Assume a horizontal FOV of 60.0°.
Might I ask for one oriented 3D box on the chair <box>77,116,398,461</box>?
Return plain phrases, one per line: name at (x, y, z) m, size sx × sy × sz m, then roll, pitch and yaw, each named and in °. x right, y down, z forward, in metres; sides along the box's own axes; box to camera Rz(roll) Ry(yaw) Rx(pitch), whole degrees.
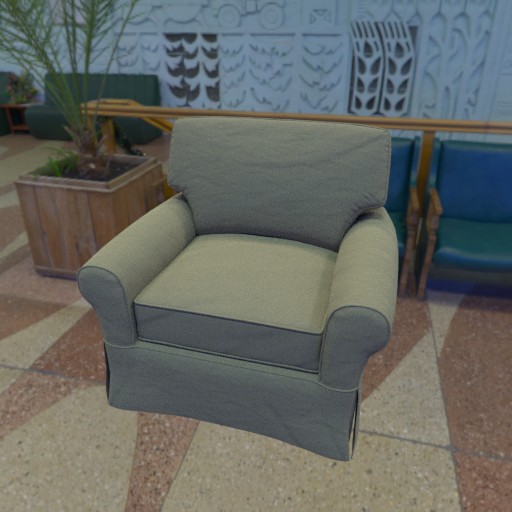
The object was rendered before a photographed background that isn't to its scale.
chair at (0.000, 0.000, 1.858) m, size 1.135 × 1.017 × 0.988 m, roll 7°, pitch 28°, yaw 14°
